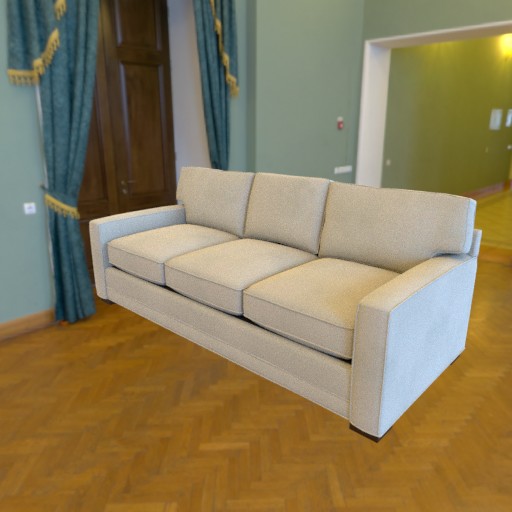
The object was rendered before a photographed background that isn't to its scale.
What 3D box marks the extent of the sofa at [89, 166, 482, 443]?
[{"bbox_3d":[0.000,0.000,2.524,2.088,0.862,0.935,15,23,40],"label":"sofa"}]
